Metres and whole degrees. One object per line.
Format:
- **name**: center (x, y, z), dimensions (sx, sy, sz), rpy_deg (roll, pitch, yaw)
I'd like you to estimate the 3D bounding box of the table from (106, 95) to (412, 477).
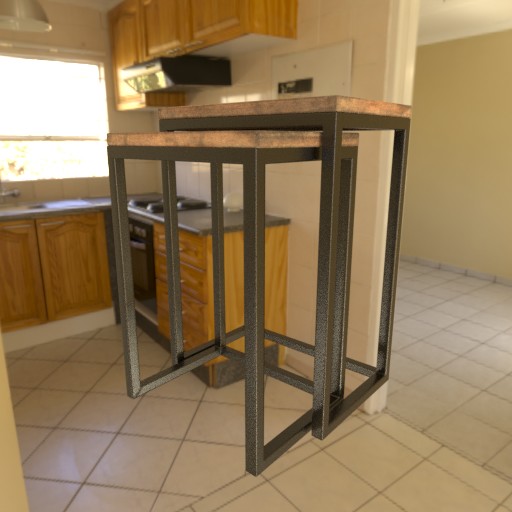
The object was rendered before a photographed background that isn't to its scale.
- **table**: center (0.000, 0.000, 0.950), dimensions (0.456, 0.615, 0.460), rpy_deg (13, 20, 41)
